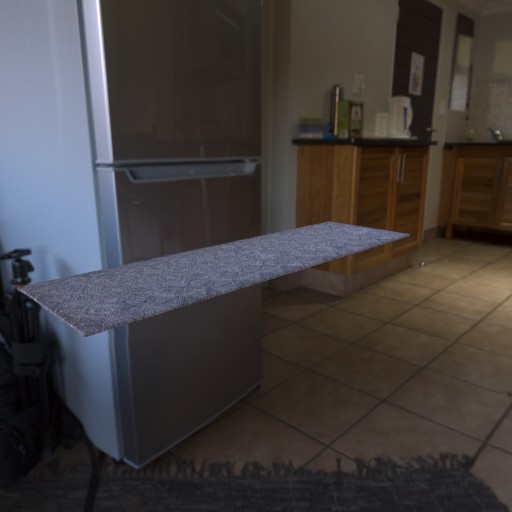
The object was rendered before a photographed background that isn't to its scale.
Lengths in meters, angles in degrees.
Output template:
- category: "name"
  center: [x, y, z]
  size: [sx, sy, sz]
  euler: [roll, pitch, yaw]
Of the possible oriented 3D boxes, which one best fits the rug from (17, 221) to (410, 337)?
- category: "rug"
  center: [0.000, 0.000, 2.502]
  size: [2.296, 0.011, 0.691]
  euler: [-14, 20, -43]
